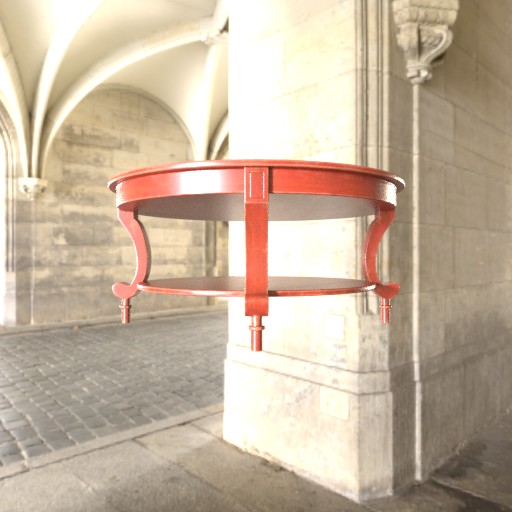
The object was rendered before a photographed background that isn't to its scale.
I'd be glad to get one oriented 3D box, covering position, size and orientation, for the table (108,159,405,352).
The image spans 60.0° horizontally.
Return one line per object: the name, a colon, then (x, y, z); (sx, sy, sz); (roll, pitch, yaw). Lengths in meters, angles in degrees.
table: (0.000, 0.000, 1.612); (1.029, 0.486, 1.029); (0, 0, 0)
